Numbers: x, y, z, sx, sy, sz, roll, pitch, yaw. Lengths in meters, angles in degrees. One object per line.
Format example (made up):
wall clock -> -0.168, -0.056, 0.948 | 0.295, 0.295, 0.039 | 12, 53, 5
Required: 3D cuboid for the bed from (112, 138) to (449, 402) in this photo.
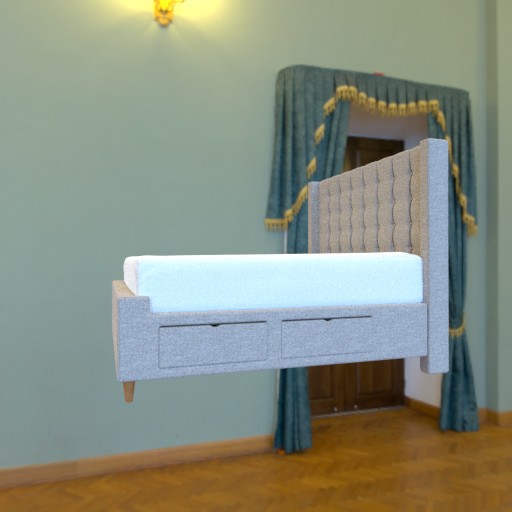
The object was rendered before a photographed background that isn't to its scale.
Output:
bed -> 0.000, 0.000, 3.890 | 2.372, 1.748, 2.044 | 0, 0, -19
